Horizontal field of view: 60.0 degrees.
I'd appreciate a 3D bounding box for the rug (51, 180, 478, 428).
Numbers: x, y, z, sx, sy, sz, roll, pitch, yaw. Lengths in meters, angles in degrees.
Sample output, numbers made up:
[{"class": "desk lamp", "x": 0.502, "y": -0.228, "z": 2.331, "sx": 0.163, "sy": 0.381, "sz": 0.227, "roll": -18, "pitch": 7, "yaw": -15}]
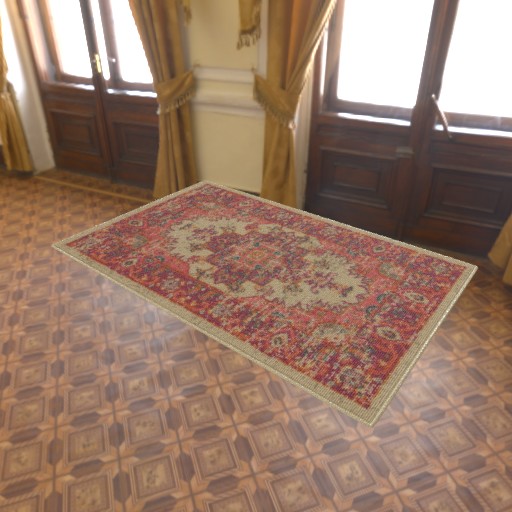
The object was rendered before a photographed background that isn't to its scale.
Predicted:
[{"class": "rug", "x": 0.000, "y": 0.000, "z": 1.061, "sx": 0.868, "sy": 0.004, "sz": 0.556, "roll": 22, "pitch": 38, "yaw": 32}]
